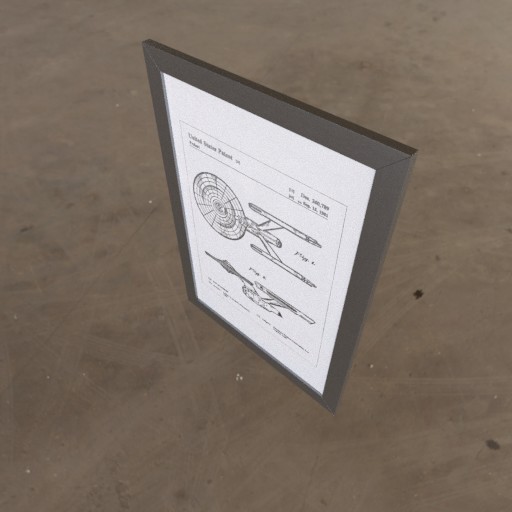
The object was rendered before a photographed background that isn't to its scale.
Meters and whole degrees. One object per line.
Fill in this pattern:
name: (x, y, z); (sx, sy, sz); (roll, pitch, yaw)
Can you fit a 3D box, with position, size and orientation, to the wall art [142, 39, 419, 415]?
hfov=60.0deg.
wall art: (0.000, 0.000, 0.666); (0.376, 0.529, 0.013); (33, 55, 27)
